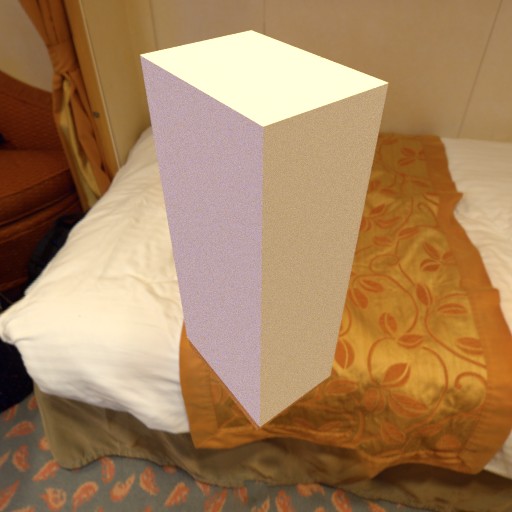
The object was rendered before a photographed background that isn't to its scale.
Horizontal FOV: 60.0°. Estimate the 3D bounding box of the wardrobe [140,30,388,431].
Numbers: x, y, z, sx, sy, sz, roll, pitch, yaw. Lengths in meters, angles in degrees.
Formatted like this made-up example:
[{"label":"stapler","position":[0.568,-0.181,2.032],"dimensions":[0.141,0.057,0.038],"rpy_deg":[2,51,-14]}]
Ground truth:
[{"label":"wardrobe","position":[0.000,0.000,2.471],"dimensions":[0.600,2.040,0.860],"rpy_deg":[-27,49,-27]}]
